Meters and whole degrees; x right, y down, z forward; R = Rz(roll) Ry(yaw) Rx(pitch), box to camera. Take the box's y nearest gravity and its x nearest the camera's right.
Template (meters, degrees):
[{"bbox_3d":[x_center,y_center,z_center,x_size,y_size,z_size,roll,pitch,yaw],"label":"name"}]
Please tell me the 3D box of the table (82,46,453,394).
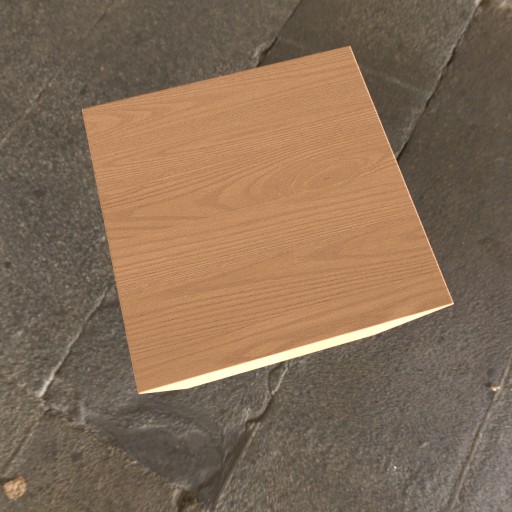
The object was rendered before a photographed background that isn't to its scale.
[{"bbox_3d":[0.000,0.000,0.853,0.400,0.550,0.400,-15,75,-4],"label":"table"}]
